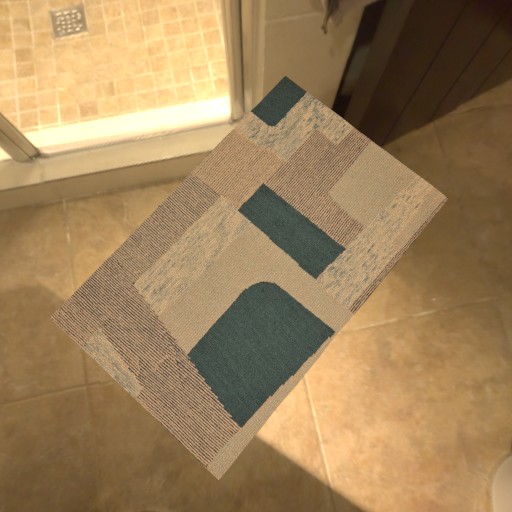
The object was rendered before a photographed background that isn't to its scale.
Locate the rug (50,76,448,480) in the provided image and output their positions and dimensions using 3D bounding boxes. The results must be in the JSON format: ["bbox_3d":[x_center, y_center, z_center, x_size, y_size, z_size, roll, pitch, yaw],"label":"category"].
[{"bbox_3d":[0.000,0.000,3.050,1.521,0.015,2.436,40,80,9],"label":"rug"}]
